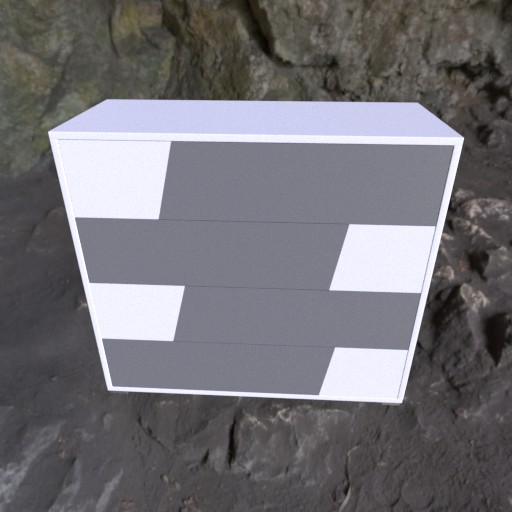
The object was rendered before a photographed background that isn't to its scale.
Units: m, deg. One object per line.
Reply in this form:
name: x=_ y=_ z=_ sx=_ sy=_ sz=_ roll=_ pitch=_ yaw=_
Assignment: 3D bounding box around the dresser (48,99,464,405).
dresser: x=0.000 y=0.000 z=1.615 sx=1.100 sy=1.000 sz=0.460 roll=2 pitch=30 yaw=3
